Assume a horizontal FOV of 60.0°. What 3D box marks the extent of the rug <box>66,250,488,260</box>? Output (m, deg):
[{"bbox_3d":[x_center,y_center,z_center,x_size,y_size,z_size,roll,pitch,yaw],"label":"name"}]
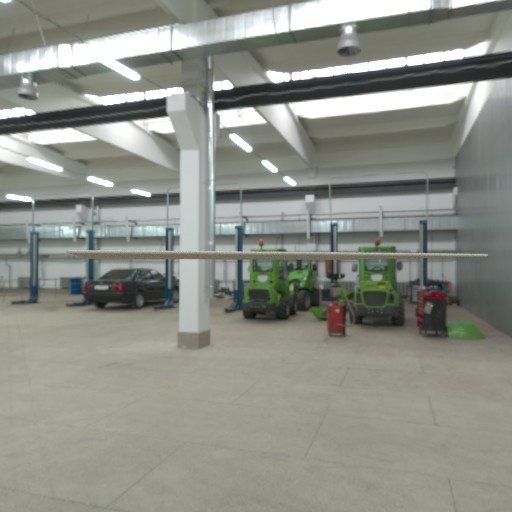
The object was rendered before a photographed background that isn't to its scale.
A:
[{"bbox_3d":[0.000,0.000,3.958,2.921,0.032,2.311,0,-1,-18],"label":"rug"}]
